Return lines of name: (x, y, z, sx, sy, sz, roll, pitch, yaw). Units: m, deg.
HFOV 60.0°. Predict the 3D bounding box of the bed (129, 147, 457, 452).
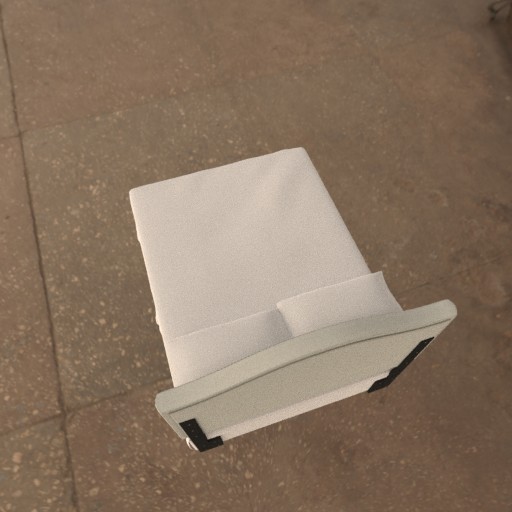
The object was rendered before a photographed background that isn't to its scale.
bed: (0.000, 0.000, 3.401, 1.813, 1.607, 2.180, -16, 60, -9)
